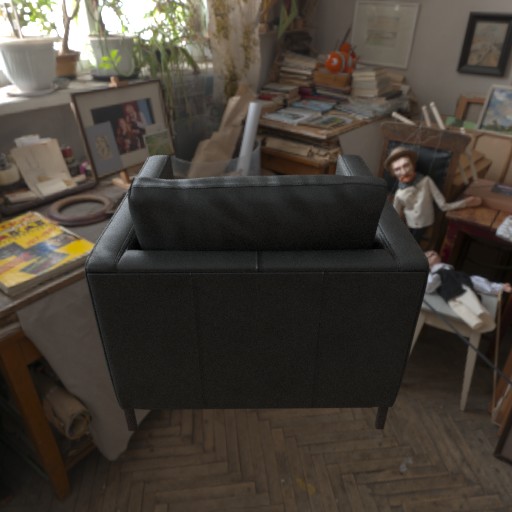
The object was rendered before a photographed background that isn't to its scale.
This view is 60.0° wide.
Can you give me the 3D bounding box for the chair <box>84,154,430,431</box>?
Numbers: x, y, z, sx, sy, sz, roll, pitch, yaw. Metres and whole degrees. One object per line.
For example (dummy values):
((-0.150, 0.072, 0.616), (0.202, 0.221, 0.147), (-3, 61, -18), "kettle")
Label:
((0.000, 0.000, 1.518), (0.967, 0.824, 0.861), (0, 31, -1), "chair")
